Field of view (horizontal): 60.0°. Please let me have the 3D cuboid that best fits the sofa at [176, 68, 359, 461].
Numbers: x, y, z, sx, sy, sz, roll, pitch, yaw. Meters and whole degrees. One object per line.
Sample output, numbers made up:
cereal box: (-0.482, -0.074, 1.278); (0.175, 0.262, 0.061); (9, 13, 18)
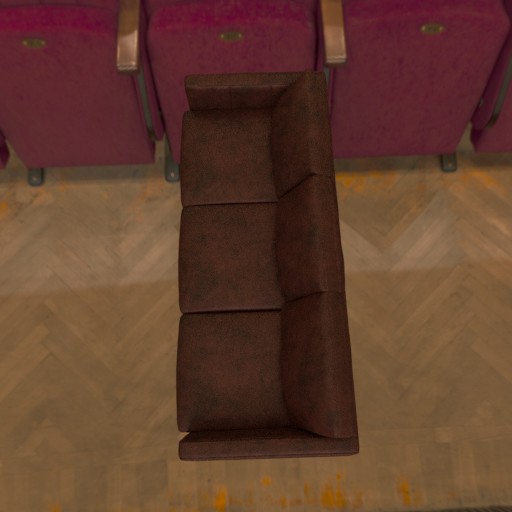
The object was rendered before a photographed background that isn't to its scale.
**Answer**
sofa: (0.000, 0.000, 3.004); (1.045, 1.006, 2.464); (-2, 74, -1)
